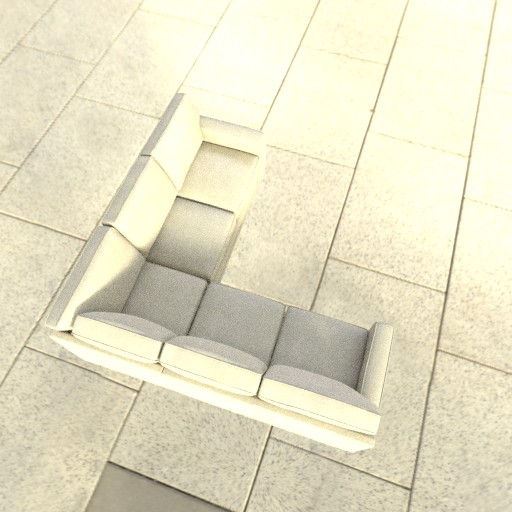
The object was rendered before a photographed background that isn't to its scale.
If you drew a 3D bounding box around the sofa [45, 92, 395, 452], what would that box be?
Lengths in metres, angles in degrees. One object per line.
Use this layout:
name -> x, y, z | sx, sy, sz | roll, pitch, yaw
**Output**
sofa -> 0.000, 0.000, 3.428 | 2.188, 0.936, 2.211 | 16, 65, 8
